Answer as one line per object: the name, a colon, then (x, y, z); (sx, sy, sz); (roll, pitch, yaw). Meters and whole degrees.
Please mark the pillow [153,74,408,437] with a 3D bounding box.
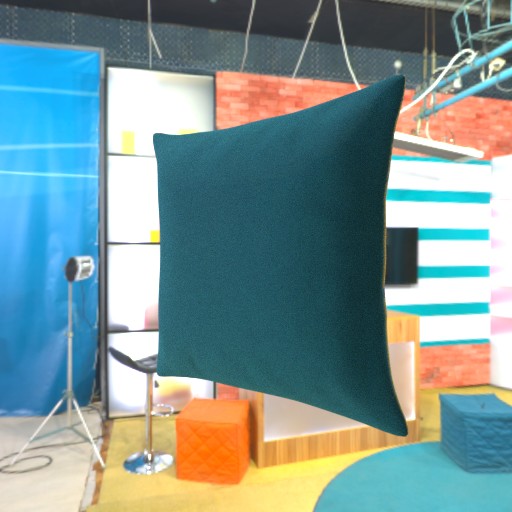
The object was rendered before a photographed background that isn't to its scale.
pillow: (0.000, 0.000, 0.774); (0.525, 0.508, 0.166); (0, 0, 37)
